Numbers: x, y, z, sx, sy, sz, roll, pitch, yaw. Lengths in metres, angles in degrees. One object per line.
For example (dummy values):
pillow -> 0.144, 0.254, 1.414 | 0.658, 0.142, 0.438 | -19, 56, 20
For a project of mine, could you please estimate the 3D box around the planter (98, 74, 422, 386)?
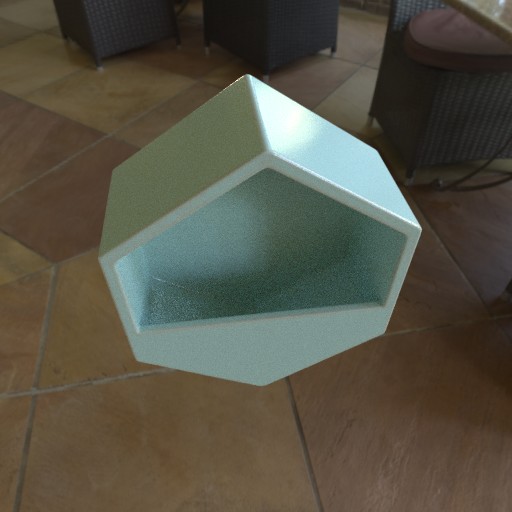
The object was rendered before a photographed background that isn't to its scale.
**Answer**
planter -> 0.000, 0.000, 0.289 | 0.169, 0.207, 0.078 | -5, 46, -5
